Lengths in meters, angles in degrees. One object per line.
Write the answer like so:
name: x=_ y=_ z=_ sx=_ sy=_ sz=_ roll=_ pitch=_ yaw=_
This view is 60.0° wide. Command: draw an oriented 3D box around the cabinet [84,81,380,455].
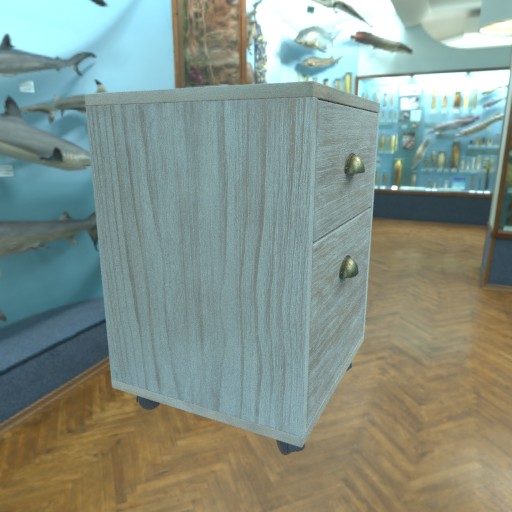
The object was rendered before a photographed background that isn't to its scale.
cabinet: x=0.000 y=0.000 z=0.863 sx=0.401 sy=0.579 sz=0.409 roll=7 pitch=17 yaw=25
